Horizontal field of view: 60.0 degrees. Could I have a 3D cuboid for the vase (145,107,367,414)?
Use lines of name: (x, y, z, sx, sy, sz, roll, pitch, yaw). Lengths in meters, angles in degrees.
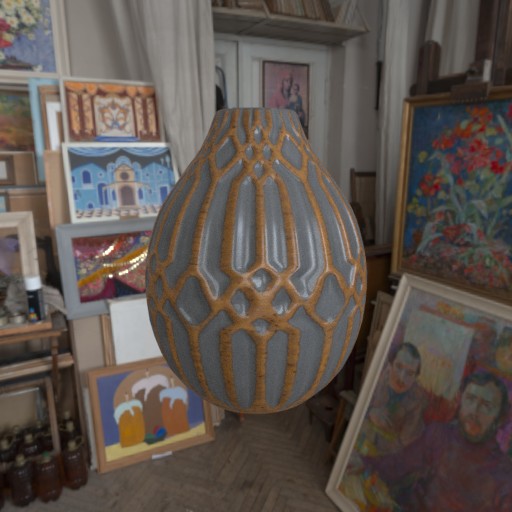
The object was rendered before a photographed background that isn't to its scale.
vase: (0.000, 0.000, 0.140, 0.069, 0.088, 0.069, 0, 13, 0)
